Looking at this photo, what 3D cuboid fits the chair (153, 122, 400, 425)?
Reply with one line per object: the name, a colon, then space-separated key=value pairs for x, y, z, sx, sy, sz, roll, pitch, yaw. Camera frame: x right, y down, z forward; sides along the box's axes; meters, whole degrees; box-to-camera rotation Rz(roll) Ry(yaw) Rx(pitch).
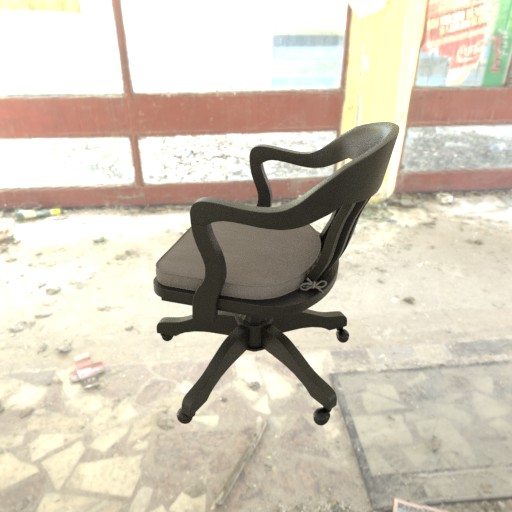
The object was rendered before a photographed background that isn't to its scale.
chair: x=0.000 y=0.000 z=1.467 sx=0.788 sy=0.878 sz=0.750 roll=7 pitch=29 yaw=13
